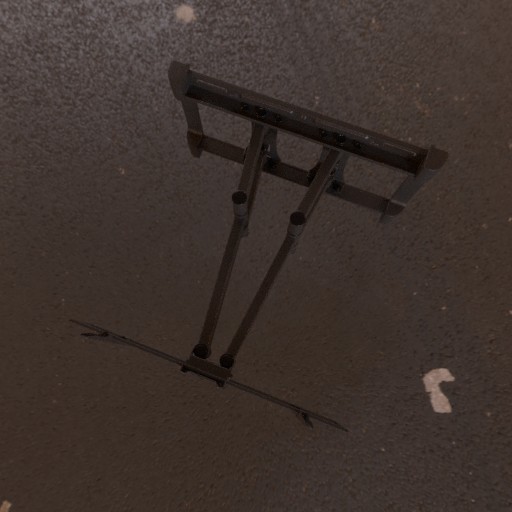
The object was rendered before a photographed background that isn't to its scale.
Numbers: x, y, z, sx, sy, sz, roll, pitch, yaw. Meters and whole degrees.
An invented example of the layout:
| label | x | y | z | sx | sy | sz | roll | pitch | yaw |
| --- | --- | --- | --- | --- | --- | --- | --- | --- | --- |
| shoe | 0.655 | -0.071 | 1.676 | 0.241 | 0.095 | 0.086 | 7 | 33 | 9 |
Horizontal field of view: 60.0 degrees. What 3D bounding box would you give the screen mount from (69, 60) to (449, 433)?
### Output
| label | x | y | z | sx | sy | sz | roll | pitch | yaw |
| --- | --- | --- | --- | --- | --- | --- | --- | --- | --- |
| screen mount | 0.000 | 0.000 | 1.117 | 0.661 | 0.491 | 0.644 | 20 | 77 | 5 |
